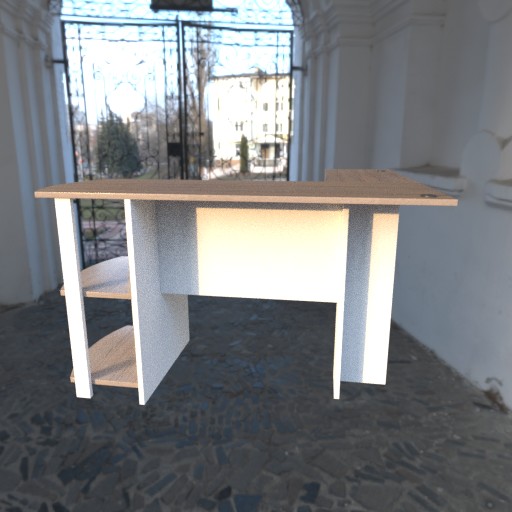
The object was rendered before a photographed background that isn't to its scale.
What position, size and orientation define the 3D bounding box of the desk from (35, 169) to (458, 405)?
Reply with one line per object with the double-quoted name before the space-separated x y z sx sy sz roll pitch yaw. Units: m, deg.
"desk" 0.000 0.000 2.020 1.303 0.716 1.361 2 15 9
